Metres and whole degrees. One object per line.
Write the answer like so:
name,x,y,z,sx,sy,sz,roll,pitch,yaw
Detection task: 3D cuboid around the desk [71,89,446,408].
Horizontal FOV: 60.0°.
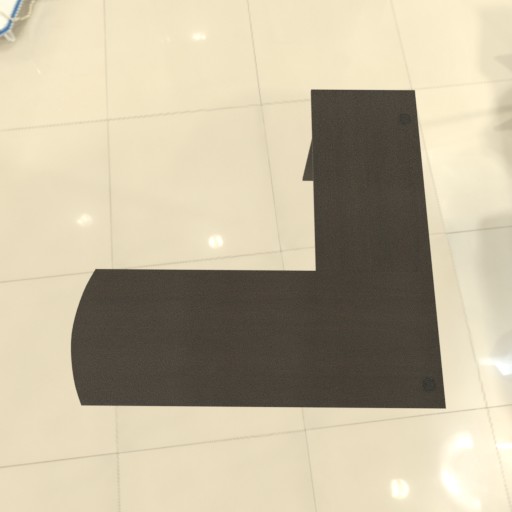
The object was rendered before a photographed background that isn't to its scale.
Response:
desk,0.000,0.000,2.088,1.361,0.716,1.303,0,75,0
